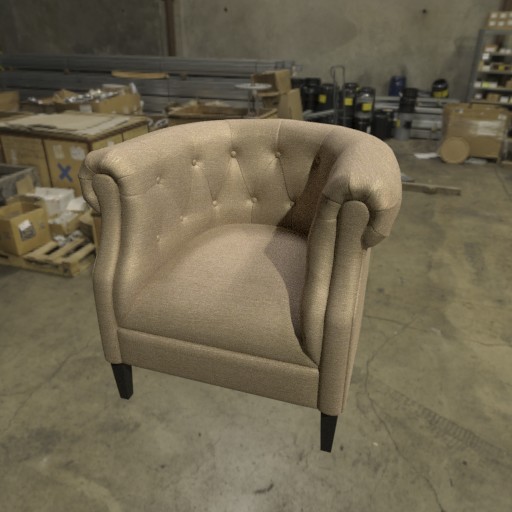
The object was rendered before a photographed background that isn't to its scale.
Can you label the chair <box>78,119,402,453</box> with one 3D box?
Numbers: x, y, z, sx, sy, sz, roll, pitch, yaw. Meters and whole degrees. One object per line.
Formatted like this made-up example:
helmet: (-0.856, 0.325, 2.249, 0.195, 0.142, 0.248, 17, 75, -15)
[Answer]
chair: (0.000, 0.000, 1.559, 0.905, 0.827, 0.852, 8, 28, 16)
